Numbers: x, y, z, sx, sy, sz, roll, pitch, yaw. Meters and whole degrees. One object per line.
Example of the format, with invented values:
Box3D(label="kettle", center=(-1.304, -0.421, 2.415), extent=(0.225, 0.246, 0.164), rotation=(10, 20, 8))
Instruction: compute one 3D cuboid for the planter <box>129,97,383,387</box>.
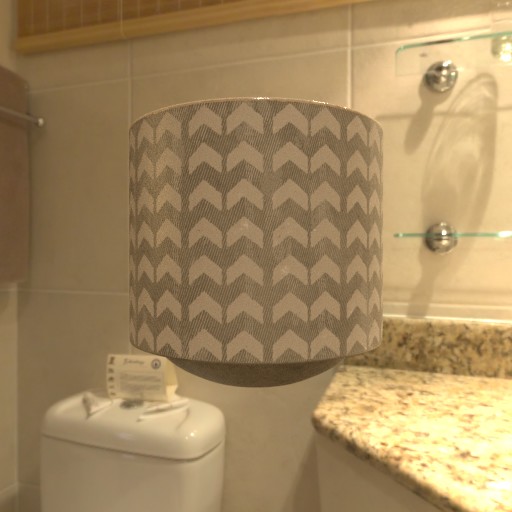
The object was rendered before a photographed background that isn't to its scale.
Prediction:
Box3D(label="planter", center=(0.000, 0.000, 0.454), extent=(0.250, 0.239, 0.250), rotation=(0, 1, 0))
